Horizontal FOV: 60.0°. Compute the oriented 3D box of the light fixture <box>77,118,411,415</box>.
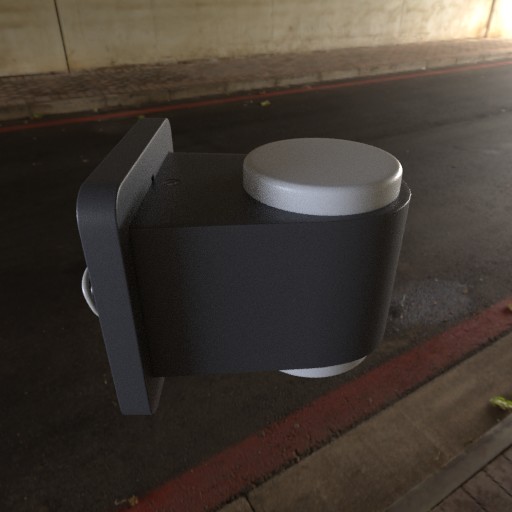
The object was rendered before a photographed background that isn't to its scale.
[{"bbox_3d":[0.000,0.000,0.212,0.132,0.109,0.109,0,31,0],"label":"light fixture"}]
